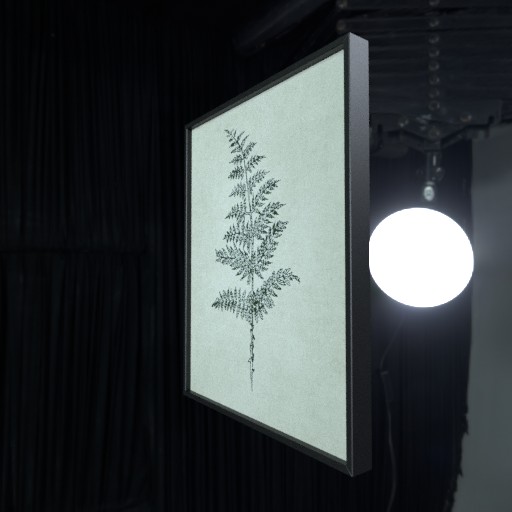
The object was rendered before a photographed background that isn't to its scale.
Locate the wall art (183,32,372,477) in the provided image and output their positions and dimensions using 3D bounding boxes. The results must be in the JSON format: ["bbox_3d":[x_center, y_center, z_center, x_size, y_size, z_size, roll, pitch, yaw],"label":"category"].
[{"bbox_3d":[0.000,0.000,0.744,0.039,0.555,0.449,1,-2,-36],"label":"wall art"}]
